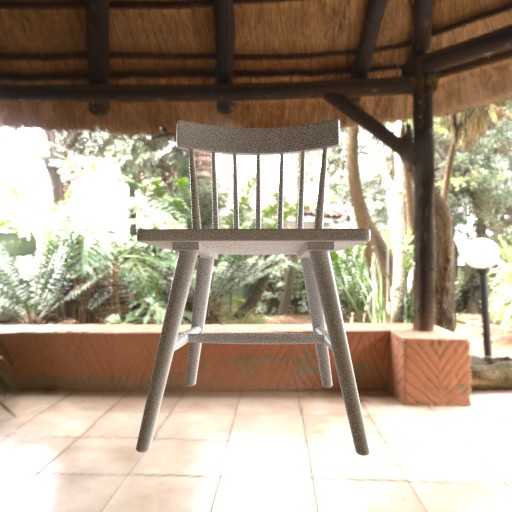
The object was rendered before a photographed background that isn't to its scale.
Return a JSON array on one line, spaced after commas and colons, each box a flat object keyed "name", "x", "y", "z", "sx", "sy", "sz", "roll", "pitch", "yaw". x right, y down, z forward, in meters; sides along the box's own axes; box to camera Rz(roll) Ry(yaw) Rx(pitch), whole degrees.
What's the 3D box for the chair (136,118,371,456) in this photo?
[{"name": "chair", "x": 0.000, "y": 0.000, "z": 1.120, "sx": 0.483, "sy": 0.787, "sz": 0.500, "roll": 0, "pitch": -1, "yaw": 2}]
